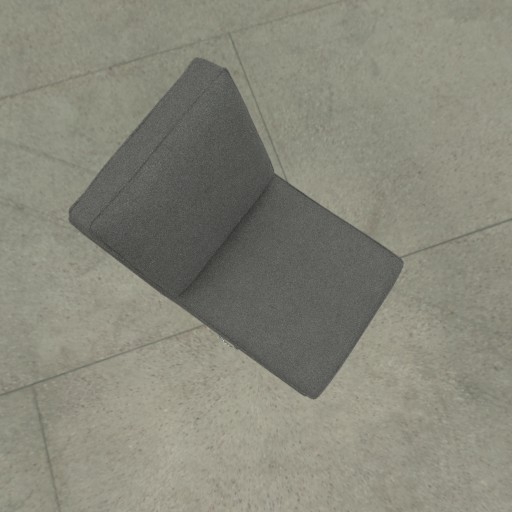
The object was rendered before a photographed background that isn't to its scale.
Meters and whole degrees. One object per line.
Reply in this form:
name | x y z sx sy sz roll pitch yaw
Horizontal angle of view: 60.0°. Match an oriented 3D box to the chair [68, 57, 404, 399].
chair | 0.000 0.000 1.605 0.938 0.970 0.621 35 78 8
